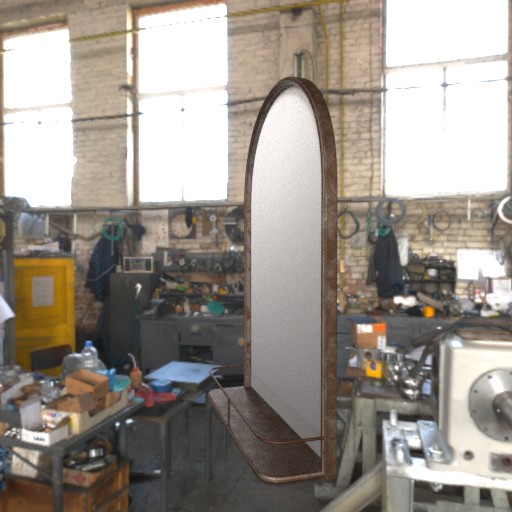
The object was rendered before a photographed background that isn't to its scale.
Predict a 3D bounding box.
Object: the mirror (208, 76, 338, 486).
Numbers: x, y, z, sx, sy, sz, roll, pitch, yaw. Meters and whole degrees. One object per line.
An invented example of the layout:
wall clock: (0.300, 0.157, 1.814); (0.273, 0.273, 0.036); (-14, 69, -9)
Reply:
mirror: (0.000, 0.000, 0.986); (0.137, 0.770, 0.510); (0, 1, -17)
